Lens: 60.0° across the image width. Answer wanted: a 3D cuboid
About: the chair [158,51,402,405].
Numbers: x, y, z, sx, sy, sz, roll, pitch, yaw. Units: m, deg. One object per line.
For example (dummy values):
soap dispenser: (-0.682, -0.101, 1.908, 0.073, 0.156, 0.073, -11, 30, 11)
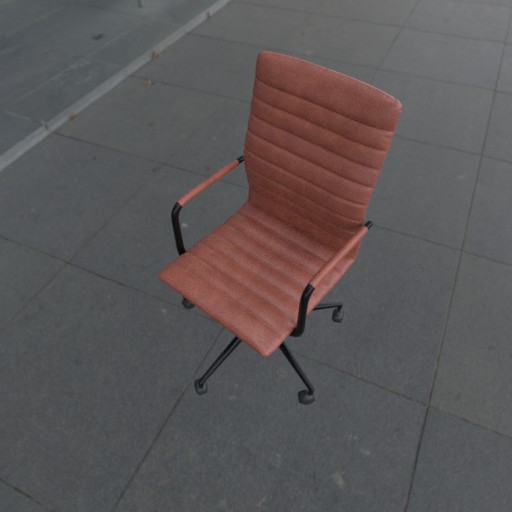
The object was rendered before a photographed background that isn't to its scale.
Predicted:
chair: (0.000, 0.000, 1.255, 0.600, 0.878, 0.578, 32, 56, 25)
